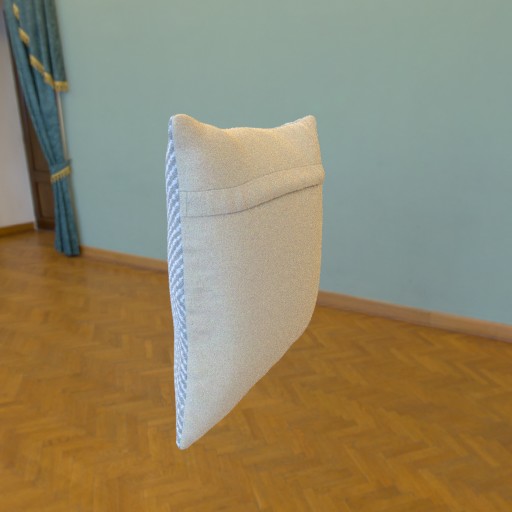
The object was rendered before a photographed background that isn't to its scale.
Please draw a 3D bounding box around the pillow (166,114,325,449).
[{"bbox_3d":[0.000,0.000,0.753,0.181,0.458,0.459,9,19,25],"label":"pillow"}]
